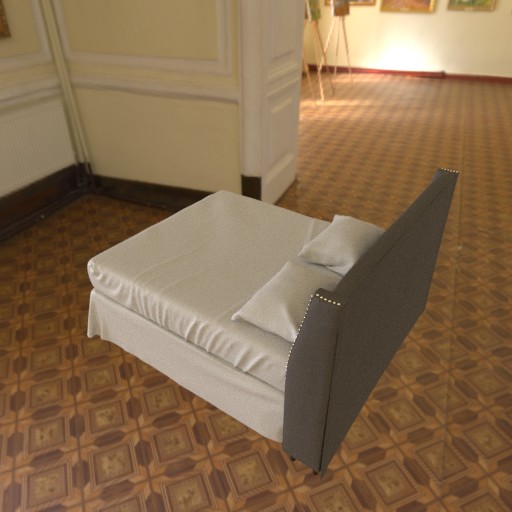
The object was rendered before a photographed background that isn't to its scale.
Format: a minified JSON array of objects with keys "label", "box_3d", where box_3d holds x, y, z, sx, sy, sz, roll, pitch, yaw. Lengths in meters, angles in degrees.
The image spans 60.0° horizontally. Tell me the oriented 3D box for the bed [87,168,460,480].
[{"label":"bed","box_3d":[0.000,0.000,3.426,2.276,1.332,1.925,21,38,29]}]
